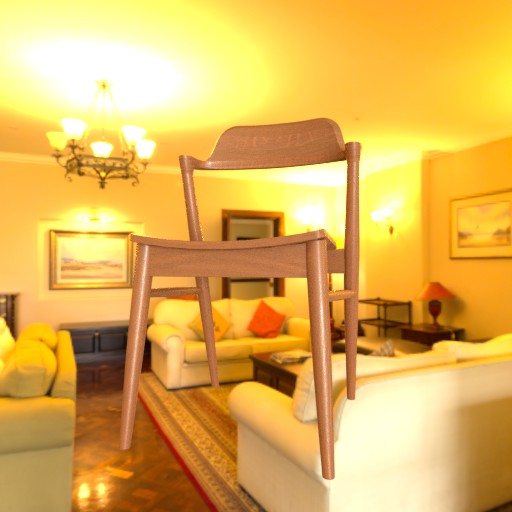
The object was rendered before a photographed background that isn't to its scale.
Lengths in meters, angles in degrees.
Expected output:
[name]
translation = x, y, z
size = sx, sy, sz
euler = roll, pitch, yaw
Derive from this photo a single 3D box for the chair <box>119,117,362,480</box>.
[chair]
translation = 0.000, 0.000, 1.090
size = 0.496, 0.801, 0.499
euler = 0, -1, 17
